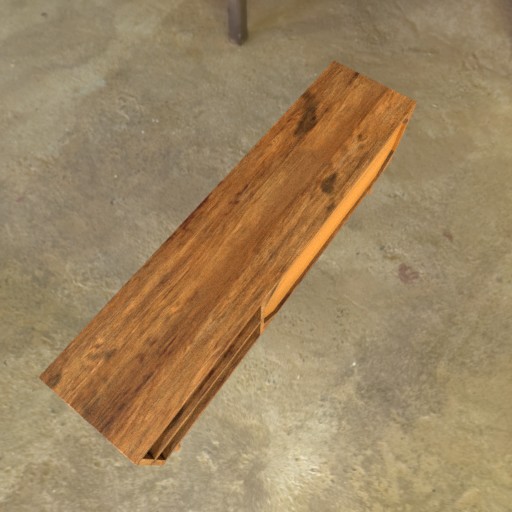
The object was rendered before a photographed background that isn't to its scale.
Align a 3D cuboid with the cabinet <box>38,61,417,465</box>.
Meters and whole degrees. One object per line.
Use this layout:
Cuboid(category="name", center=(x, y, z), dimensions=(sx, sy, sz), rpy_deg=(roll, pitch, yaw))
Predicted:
Cuboid(category="cabinet", center=(0.000, 0.000, 1.604), dimensions=(0.349, 0.528, 1.448), rpy_deg=(34, 69, 15))
